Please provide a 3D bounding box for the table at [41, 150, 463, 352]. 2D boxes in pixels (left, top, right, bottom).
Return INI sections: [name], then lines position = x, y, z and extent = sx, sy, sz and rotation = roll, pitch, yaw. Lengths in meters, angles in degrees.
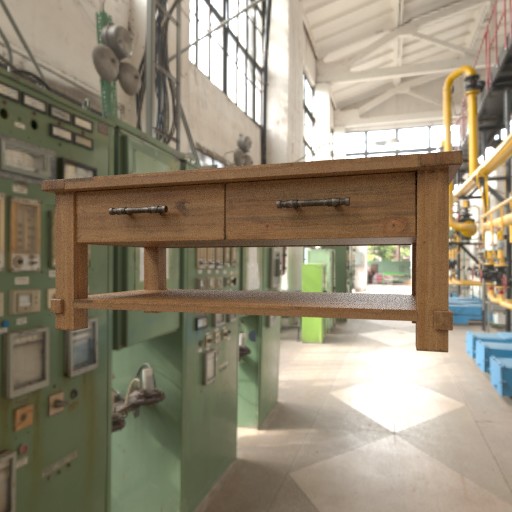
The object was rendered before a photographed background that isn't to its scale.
[table]
position = 0.000, 0.000, 1.582
extent = 1.270, 0.494, 0.693
rotation = 0, -1, 18
